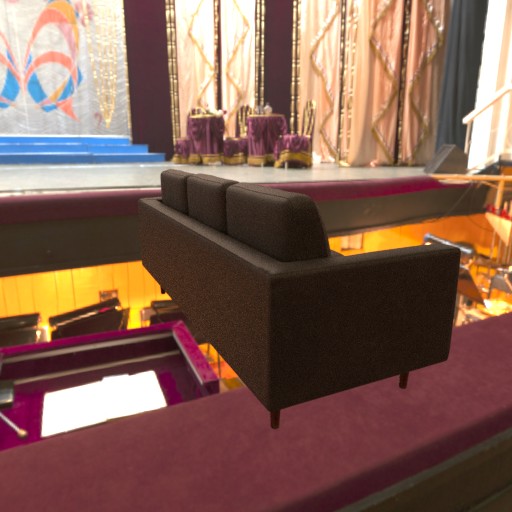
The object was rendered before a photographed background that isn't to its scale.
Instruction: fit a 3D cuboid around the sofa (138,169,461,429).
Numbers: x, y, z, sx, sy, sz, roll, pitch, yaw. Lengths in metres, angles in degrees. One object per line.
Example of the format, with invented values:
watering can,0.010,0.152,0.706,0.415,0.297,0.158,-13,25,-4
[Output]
sofa,0.000,0.000,2.485,0.879,0.899,2.029,-7,16,-25
